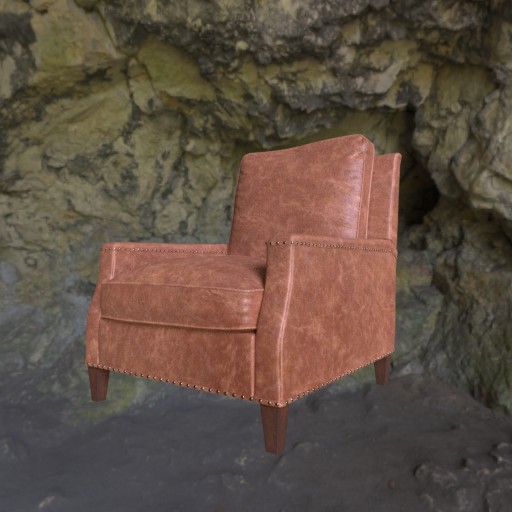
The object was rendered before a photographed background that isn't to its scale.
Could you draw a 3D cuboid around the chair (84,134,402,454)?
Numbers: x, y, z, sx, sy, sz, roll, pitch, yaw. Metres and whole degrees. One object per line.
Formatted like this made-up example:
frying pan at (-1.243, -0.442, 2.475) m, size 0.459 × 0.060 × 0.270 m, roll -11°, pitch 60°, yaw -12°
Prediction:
chair at (0.000, 0.000, 1.768) m, size 0.854 × 1.054 × 1.035 m, roll -1°, pitch -1°, yaw 35°
